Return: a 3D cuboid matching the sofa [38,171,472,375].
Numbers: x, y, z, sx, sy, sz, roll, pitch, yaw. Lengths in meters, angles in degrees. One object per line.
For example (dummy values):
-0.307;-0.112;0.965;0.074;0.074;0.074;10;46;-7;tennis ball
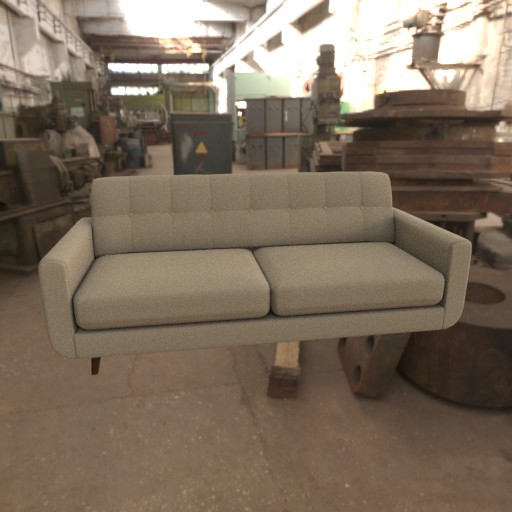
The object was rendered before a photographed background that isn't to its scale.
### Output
0.000;0.000;2.625;2.137;0.892;0.980;-3;18;-9;sofa
